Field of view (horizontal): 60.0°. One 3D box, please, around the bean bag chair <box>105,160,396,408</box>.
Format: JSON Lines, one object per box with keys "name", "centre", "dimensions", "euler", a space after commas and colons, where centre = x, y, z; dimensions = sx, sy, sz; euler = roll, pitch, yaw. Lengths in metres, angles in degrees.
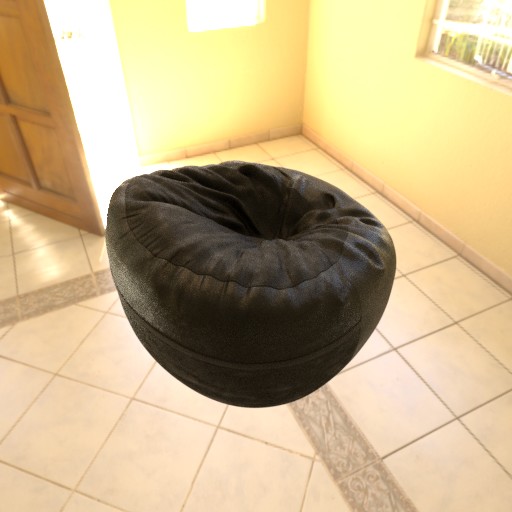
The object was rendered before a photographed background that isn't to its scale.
{"name": "bean bag chair", "centre": [0.000, 0.000, 2.483], "dimensions": [1.524, 0.878, 1.524], "euler": [-25, 46, -27]}
